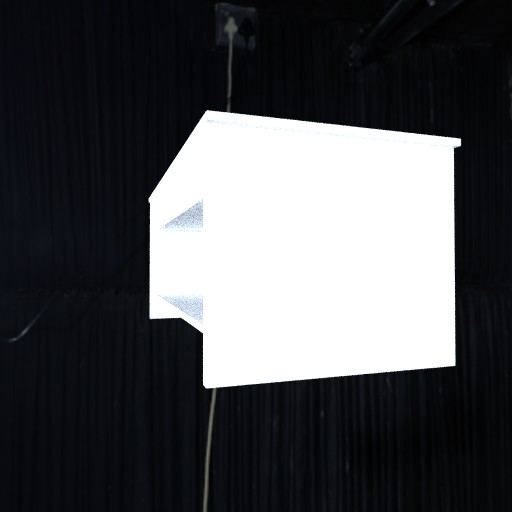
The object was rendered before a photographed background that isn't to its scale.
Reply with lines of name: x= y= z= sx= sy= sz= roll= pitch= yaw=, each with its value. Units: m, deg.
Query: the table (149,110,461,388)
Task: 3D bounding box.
table: x=0.000 y=0.000 z=1.248 sx=0.500 sy=0.441 sz=1.000 roll=0 pitch=-1 yaw=-19
